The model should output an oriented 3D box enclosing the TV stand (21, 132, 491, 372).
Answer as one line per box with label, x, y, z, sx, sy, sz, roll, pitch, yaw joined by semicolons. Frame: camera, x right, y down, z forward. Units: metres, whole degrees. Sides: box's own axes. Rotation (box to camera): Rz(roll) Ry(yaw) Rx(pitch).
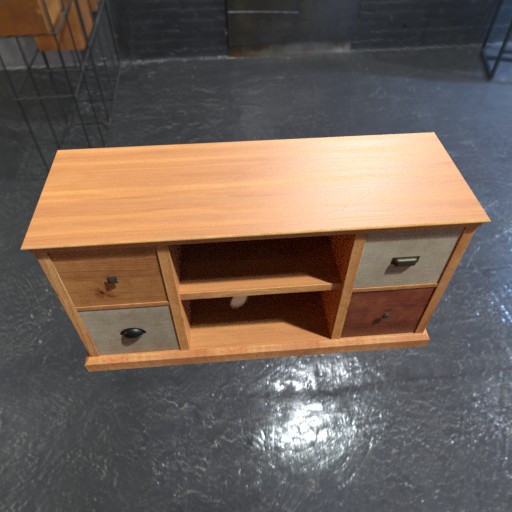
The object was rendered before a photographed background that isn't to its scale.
TV stand;0.000;0.000;1.460;1.181;0.607;0.417;-4;48;-3
